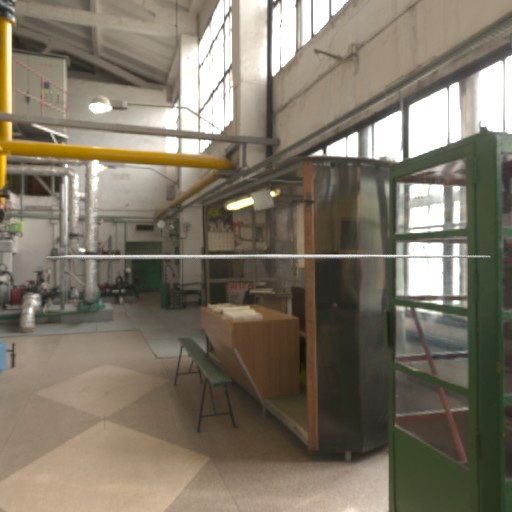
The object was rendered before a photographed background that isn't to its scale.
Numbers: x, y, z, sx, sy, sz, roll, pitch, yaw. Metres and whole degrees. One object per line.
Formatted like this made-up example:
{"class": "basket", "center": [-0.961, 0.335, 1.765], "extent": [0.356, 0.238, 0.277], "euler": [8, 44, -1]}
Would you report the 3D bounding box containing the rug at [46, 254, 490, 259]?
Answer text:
{"class": "rug", "center": [0.000, 0.000, 2.296], "extent": [1.835, 0.012, 1.231], "euler": [0, 0, -18]}
